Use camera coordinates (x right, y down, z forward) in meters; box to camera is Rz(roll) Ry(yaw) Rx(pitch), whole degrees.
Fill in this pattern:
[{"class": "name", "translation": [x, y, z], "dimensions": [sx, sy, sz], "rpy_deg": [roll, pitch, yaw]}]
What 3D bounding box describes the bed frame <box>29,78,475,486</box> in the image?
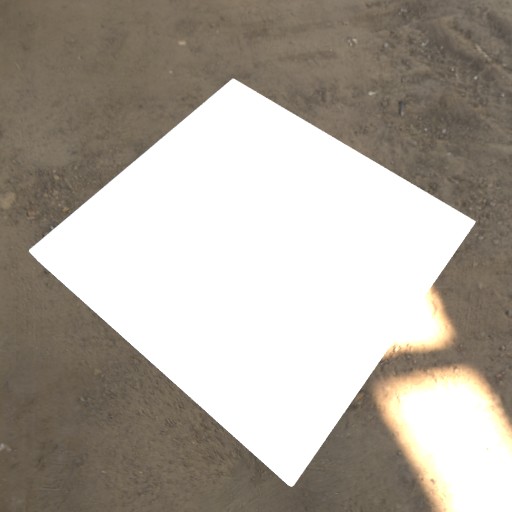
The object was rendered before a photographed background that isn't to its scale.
[{"class": "bed frame", "translation": [0.000, 0.000, 3.013], "dimensions": [2.032, 0.559, 1.930], "rpy_deg": [36, 68, 17]}]
